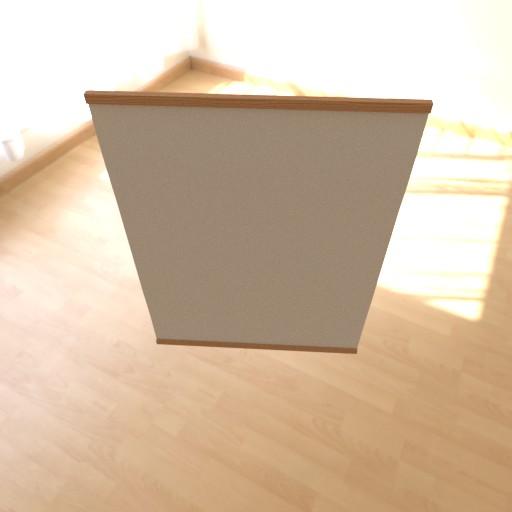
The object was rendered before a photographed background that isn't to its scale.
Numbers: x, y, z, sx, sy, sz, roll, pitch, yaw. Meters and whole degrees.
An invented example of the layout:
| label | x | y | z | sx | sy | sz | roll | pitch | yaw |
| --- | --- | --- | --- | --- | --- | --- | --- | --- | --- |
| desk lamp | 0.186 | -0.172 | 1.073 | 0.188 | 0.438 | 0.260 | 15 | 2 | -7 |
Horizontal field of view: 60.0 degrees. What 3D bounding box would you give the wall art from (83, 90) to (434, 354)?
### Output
| label | x | y | z | sx | sy | sz | roll | pitch | yaw |
| --- | --- | --- | --- | --- | --- | --- | --- | --- | --- |
| wall art | 0.000 | 0.000 | 0.801 | 0.458 | 0.605 | 0.011 | 2 | 46 | 2 |
